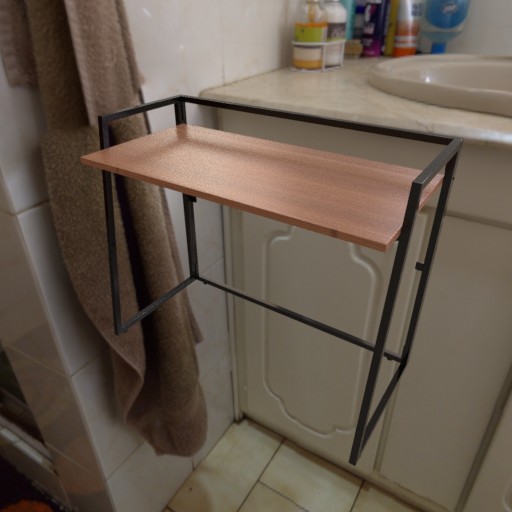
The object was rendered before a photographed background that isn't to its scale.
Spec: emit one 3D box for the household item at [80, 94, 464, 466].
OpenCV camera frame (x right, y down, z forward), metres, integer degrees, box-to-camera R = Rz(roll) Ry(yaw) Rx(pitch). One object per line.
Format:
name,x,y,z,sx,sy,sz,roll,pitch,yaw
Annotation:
household item,0.000,0.000,1.517,1.050,0.860,0.510,19,36,28
